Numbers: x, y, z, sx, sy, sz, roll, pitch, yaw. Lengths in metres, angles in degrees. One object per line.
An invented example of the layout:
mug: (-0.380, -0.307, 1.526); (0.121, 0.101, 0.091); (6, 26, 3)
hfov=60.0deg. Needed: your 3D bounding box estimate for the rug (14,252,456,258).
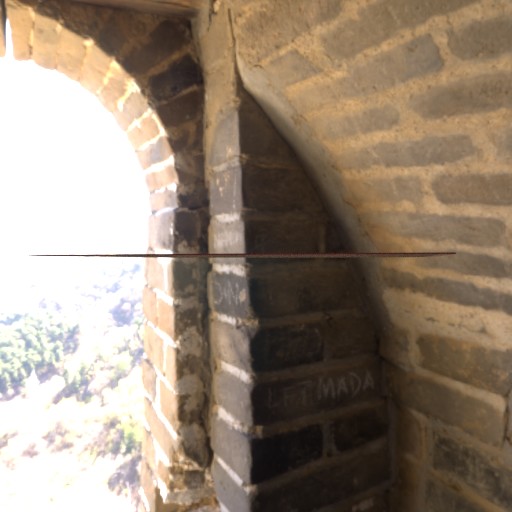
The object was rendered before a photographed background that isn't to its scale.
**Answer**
rug: (0.000, 0.000, 3.840); (2.929, 0.012, 2.300); (0, -1, 18)
